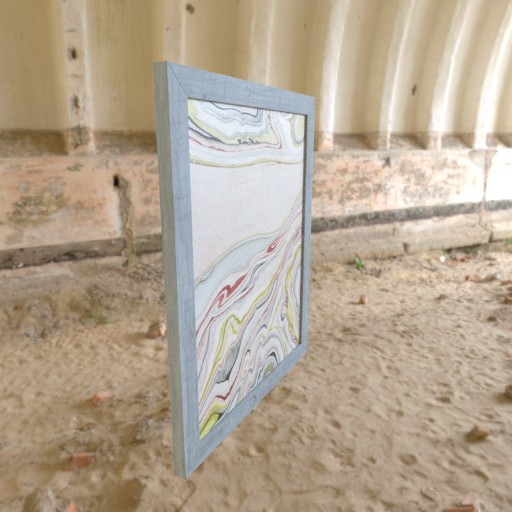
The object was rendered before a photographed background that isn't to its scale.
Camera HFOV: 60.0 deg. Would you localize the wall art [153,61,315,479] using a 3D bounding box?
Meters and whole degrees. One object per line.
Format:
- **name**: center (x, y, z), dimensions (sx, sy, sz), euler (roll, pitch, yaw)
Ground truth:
- **wall art**: center (0.000, 0.000, 0.801), dimensions (0.022, 0.582, 0.479), euler (8, 16, 28)
